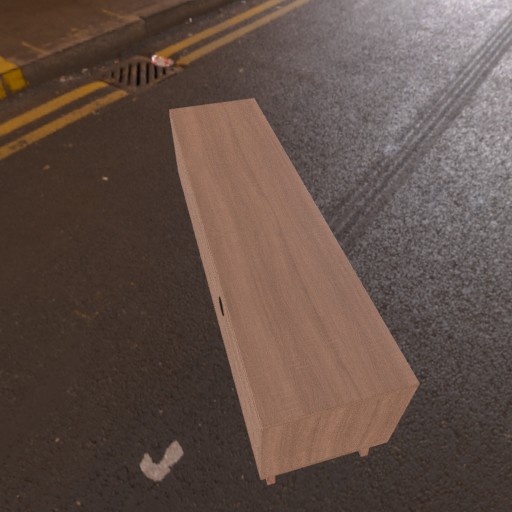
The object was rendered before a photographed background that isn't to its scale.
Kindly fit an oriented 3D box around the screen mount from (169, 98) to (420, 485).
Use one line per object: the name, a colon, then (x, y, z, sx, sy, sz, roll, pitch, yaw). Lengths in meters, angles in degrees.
screen mount: (0.000, 0.000, 1.714, 0.401, 0.509, 1.500, -11, 47, -11)
